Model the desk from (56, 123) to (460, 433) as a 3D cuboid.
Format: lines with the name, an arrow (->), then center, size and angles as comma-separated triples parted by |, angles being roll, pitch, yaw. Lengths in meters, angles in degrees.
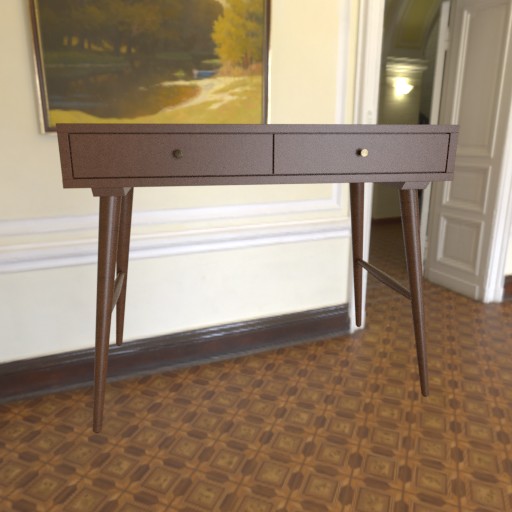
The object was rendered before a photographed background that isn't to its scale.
desk -> 0.000, 0.000, 1.344 | 0.949, 0.758, 0.510 | -3, 16, -10
